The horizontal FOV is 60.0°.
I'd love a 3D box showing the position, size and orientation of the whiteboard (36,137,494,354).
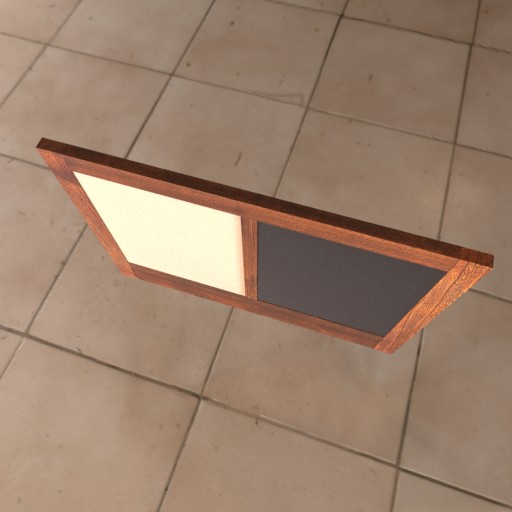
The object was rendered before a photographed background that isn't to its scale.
[{"bbox_3d":[0.000,0.000,0.979,0.768,0.553,0.083,16,65,7],"label":"whiteboard"}]
